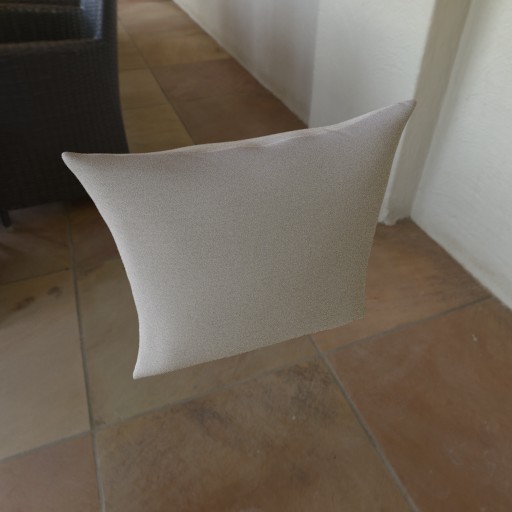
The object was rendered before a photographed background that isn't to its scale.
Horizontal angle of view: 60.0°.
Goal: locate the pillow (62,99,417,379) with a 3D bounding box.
[{"bbox_3d":[0.000,0.000,0.774,0.512,0.497,0.204,-12,43,-13],"label":"pillow"}]
